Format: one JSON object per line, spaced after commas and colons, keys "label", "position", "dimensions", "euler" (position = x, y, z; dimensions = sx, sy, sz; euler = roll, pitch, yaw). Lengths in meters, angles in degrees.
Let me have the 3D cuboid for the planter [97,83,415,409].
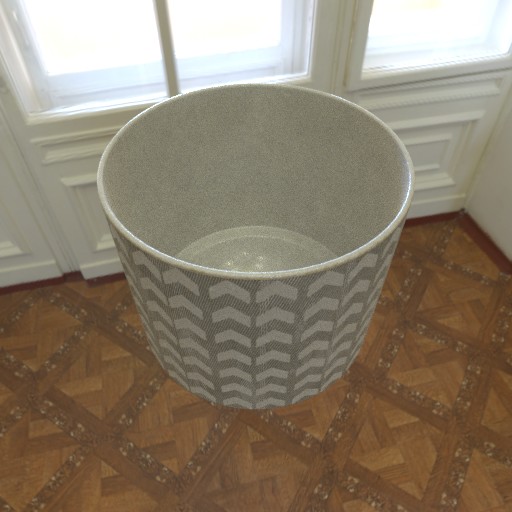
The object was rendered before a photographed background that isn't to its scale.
{"label": "planter", "position": [0.000, 0.000, 0.445], "dimensions": [0.250, 0.239, 0.250], "euler": [0, 48, 0]}
